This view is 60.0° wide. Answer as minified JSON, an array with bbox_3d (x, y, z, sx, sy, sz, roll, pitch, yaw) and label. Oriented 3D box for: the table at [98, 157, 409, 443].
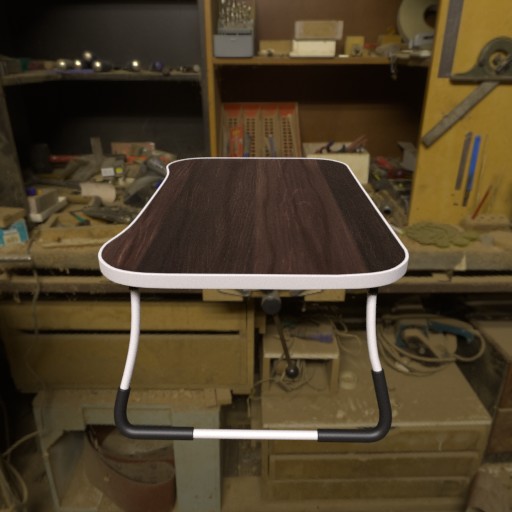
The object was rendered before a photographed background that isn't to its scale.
[{"bbox_3d":[0.000,0.000,0.829,0.400,0.232,0.660,0,25,1],"label":"table"}]
